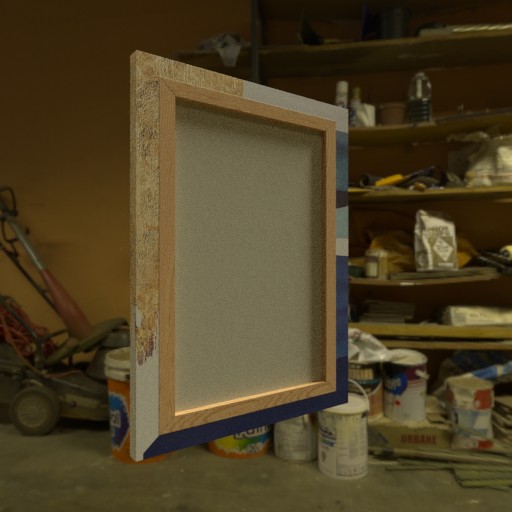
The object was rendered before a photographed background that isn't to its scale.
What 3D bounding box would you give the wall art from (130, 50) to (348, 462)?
[{"bbox_3d":[0.000,0.000,0.804,0.458,0.613,0.026,0,0,-36],"label":"wall art"}]
